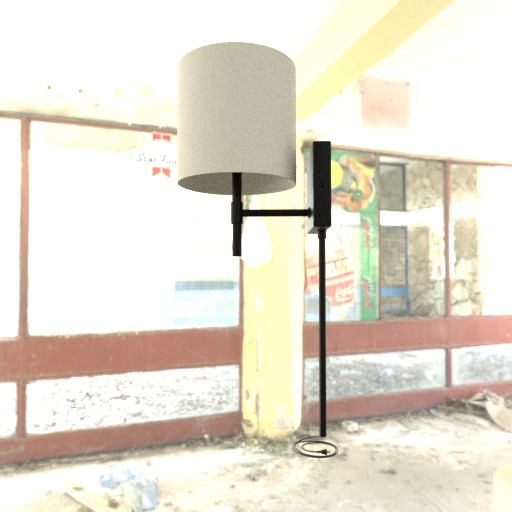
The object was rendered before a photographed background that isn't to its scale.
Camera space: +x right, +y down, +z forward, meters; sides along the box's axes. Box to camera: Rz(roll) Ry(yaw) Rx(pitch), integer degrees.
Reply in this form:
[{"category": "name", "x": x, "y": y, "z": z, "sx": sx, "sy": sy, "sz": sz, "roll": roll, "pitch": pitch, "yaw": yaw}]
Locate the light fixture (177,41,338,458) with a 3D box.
[{"category": "light fixture", "x": 0.000, "y": 0.000, "z": 0.698, "sx": 0.248, "sy": 0.589, "sz": 0.188, "roll": 0, "pitch": -2, "yaw": 2}]
